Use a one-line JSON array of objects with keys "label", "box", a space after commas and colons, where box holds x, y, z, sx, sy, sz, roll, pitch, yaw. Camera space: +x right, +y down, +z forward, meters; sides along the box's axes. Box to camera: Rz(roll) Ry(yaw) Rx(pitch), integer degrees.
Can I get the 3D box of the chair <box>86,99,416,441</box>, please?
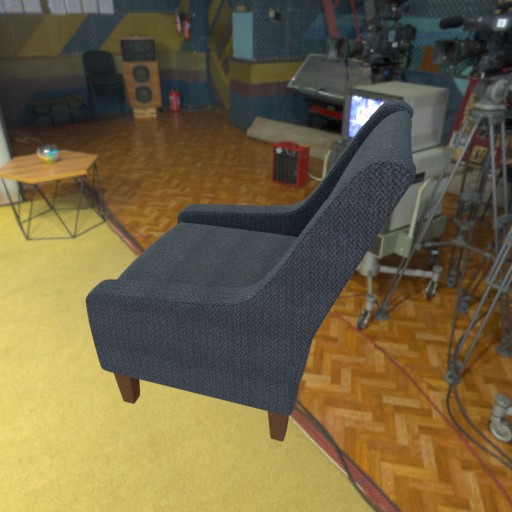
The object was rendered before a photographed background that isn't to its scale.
[{"label": "chair", "box": [0.000, 0.000, 1.612, 0.944, 1.012, 0.793, 8, 30, 15]}]
